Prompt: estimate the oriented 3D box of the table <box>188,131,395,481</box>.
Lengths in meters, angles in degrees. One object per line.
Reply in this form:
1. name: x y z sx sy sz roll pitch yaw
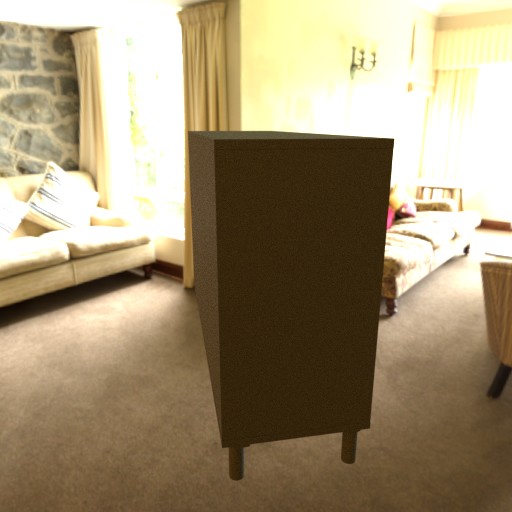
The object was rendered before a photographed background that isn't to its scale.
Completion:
1. table: 0.000 0.000 1.603 0.400 0.855 1.200 -3 17 -10
